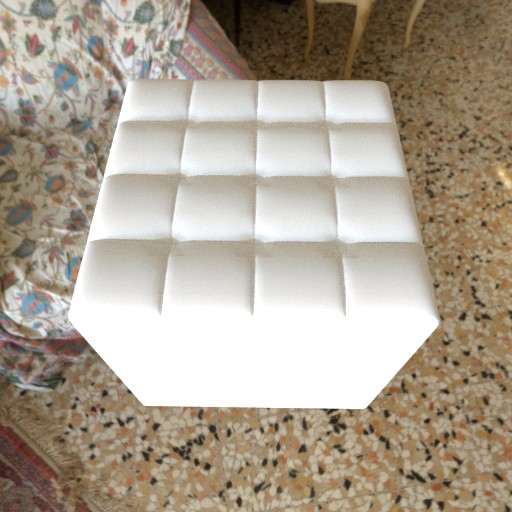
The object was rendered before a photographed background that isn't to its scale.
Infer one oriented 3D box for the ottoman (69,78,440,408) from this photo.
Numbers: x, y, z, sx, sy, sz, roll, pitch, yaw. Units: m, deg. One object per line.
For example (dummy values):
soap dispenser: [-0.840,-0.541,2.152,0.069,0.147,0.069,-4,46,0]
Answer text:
ottoman: [0.000,0.000,0.778,0.425,0.432,0.425,1,58,0]
